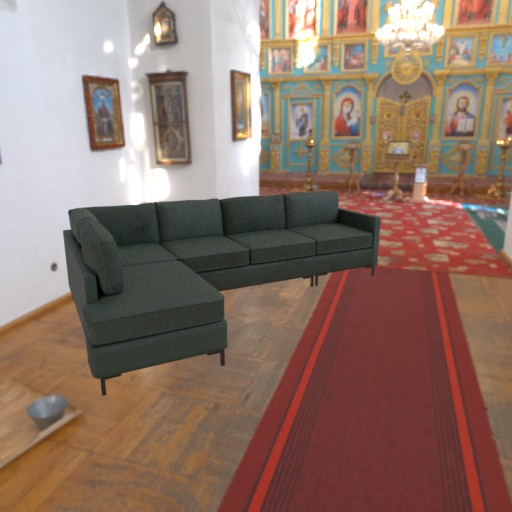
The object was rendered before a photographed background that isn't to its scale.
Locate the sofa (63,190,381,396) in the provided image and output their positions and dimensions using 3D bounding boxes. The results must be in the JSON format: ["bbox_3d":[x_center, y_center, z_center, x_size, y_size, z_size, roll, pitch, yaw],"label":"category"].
[{"bbox_3d":[0.000,0.000,4.347,3.384,0.996,2.048,-8,17,-26],"label":"sofa"}]
